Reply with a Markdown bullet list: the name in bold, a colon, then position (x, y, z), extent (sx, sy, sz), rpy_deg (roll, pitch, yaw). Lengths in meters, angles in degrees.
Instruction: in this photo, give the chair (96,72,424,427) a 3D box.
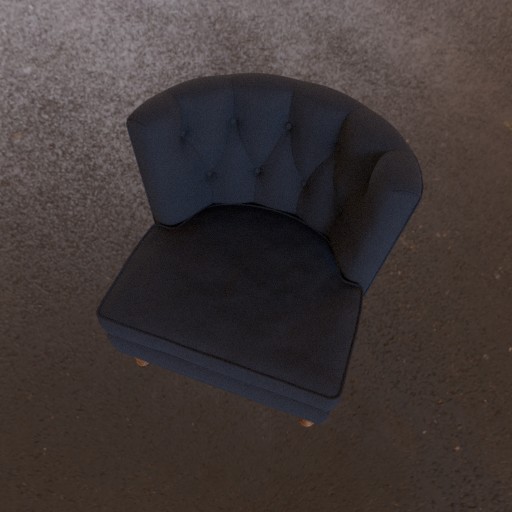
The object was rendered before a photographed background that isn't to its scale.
- **chair**: position (0.000, 0.000, 1.319), extent (0.740, 0.771, 0.718), rpy_deg (17, 60, 10)
